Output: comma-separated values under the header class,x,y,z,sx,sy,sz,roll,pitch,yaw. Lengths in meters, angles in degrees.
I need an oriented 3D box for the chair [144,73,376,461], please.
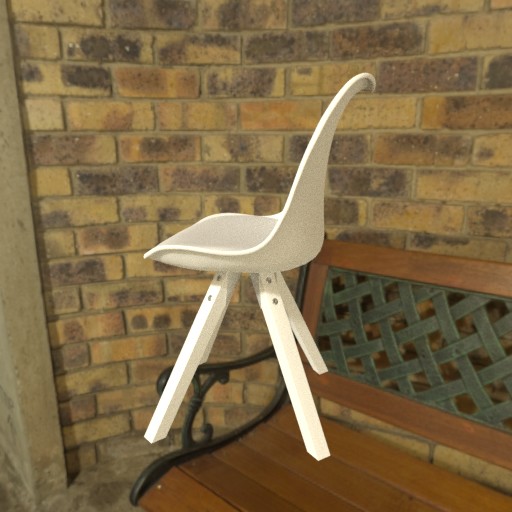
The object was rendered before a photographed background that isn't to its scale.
class,x,y,z,sx,sy,sz,roll,pitch,yaw
chair,0.000,0.000,1.157,0.550,0.850,0.485,2,14,8
